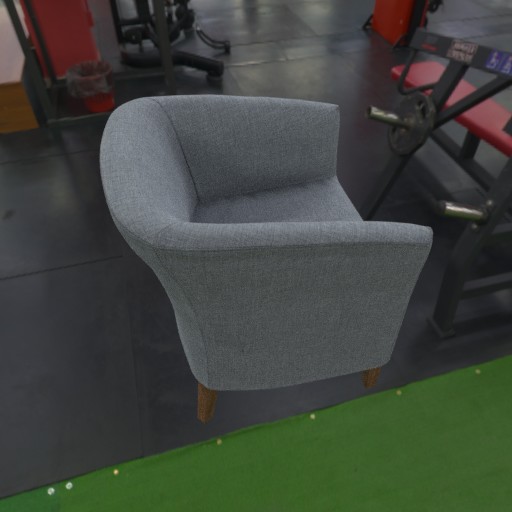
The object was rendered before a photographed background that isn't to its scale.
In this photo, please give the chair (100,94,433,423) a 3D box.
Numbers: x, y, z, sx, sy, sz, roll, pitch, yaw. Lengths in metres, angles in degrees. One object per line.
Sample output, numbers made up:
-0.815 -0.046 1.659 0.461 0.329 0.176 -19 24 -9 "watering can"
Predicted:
0.000 0.000 1.244 0.668 0.771 0.600 -10 47 -9 "chair"
